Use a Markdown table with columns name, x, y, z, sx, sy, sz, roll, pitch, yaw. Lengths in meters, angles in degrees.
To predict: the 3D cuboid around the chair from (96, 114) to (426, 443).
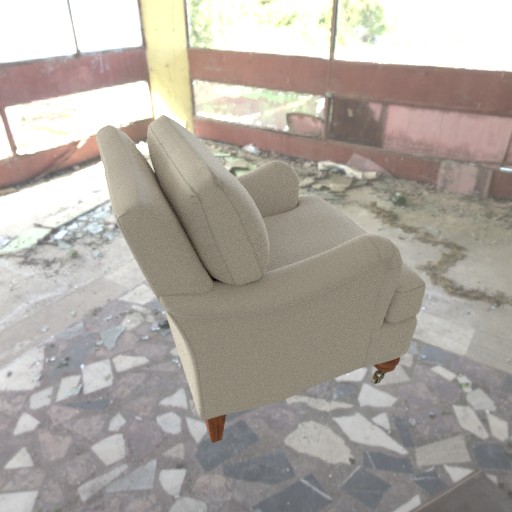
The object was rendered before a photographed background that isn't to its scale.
| name | x | y | z | sx | sy | sz | roll | pitch | yaw |
| --- | --- | --- | --- | --- | --- | --- | --- | --- | --- |
| chair | 0.000 | 0.000 | 1.837 | 1.070 | 1.038 | 0.955 | -11 | 32 | -18 |
